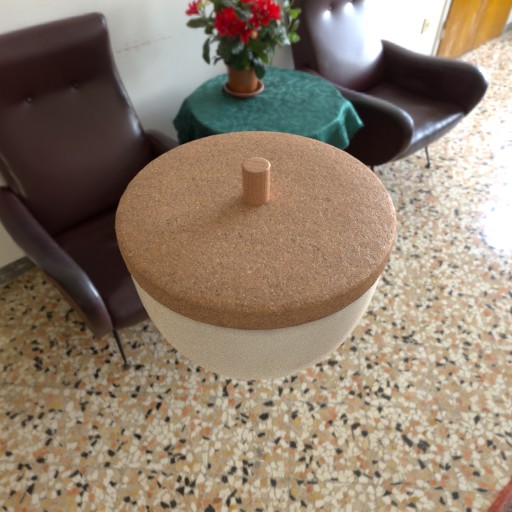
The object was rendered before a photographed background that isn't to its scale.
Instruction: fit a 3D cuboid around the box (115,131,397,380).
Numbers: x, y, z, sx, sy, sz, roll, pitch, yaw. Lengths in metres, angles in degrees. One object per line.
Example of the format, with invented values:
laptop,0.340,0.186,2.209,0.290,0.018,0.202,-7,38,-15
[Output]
box,0.000,0.000,0.193,0.107,0.094,0.107,0,46,0
